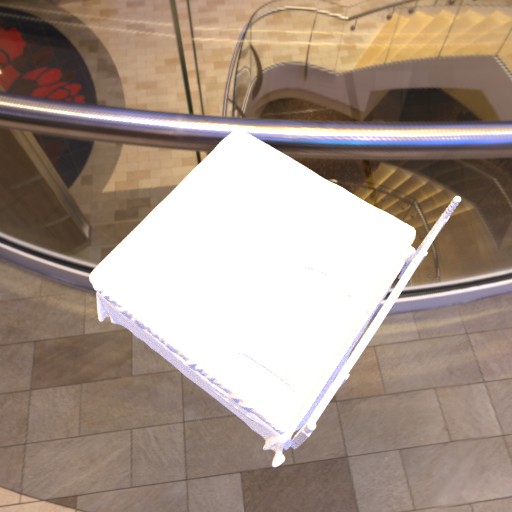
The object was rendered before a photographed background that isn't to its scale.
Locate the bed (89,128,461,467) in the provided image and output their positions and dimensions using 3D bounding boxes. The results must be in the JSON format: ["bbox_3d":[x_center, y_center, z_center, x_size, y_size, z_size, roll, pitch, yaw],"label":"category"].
[{"bbox_3d":[0.000,0.000,3.647,2.219,1.355,2.322,33,68,16],"label":"bed"}]
